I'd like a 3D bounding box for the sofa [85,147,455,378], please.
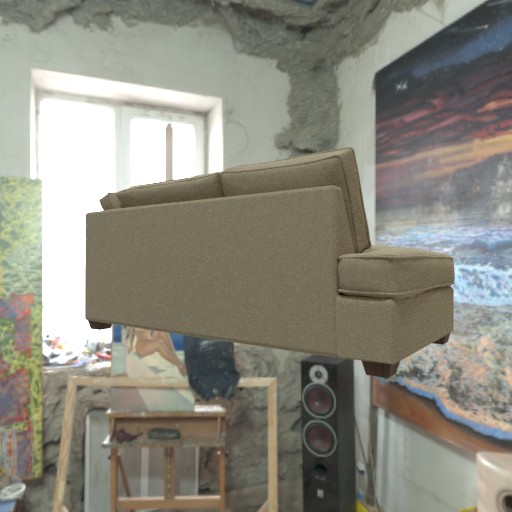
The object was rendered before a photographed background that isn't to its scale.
[{"bbox_3d":[0.000,0.000,2.894,2.237,1.033,1.110,0,0,37],"label":"sofa"}]
